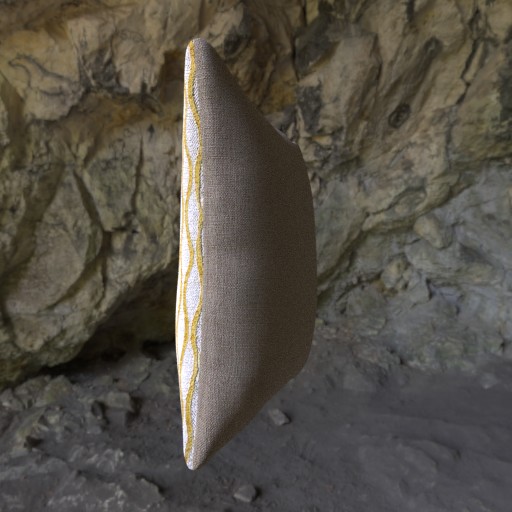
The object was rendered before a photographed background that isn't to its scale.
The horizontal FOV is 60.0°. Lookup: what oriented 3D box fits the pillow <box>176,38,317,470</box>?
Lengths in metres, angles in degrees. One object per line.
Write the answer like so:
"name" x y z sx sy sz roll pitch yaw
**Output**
"pillow" 0.000 0.000 0.642 0.159 0.436 0.429 0 -1 18
